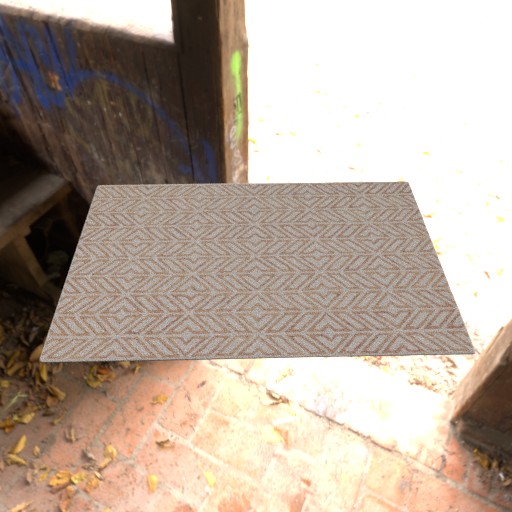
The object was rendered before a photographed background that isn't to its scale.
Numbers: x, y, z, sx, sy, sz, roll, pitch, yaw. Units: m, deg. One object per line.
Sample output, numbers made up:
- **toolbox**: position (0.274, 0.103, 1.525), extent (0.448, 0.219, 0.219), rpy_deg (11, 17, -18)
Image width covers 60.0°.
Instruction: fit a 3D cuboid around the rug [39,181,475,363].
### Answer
- **rug**: position (0.000, 0.000, 2.969), extent (2.438, 0.008, 1.523), rpy_deg (-1, 48, -1)
